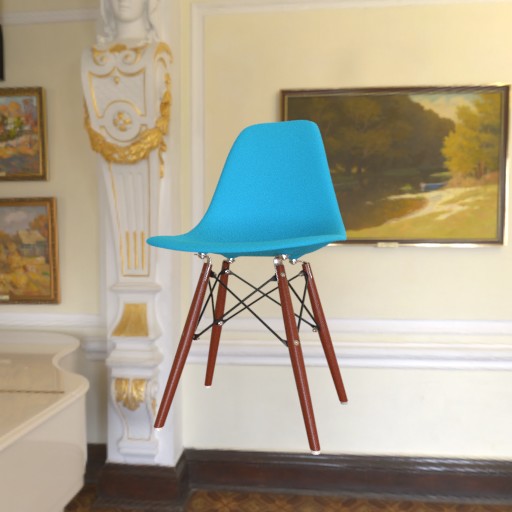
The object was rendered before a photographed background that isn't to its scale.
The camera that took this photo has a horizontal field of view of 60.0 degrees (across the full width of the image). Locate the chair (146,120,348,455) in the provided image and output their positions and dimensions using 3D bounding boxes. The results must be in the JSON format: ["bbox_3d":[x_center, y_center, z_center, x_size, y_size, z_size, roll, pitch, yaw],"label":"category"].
[{"bbox_3d":[0.000,0.000,1.157,0.470,0.826,0.533,0,2,18],"label":"chair"}]
